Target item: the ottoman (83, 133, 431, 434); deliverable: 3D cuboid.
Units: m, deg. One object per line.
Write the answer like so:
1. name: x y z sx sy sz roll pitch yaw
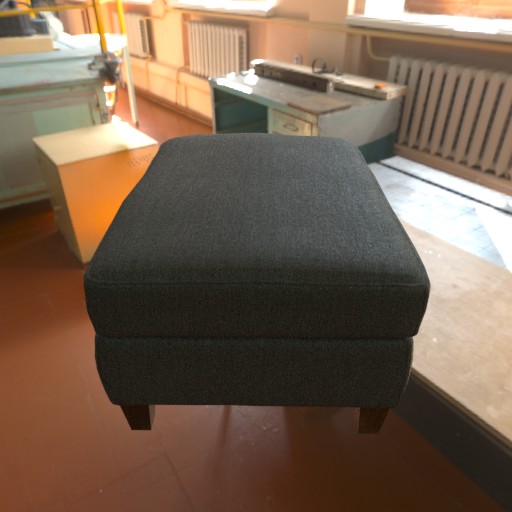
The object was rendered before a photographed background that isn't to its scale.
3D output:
1. ottoman: 0.000 0.000 1.195 0.639 0.496 0.826 0 32 1
